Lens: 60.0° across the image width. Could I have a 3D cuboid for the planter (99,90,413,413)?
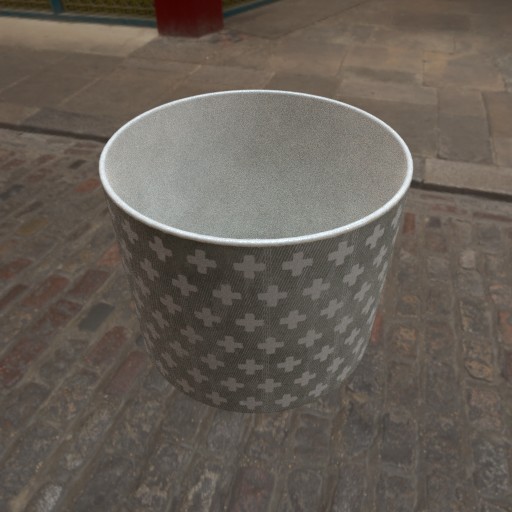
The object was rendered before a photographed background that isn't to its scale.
[{"bbox_3d":[0.000,0.000,0.442,0.250,0.239,0.250,0,41,0],"label":"planter"}]
